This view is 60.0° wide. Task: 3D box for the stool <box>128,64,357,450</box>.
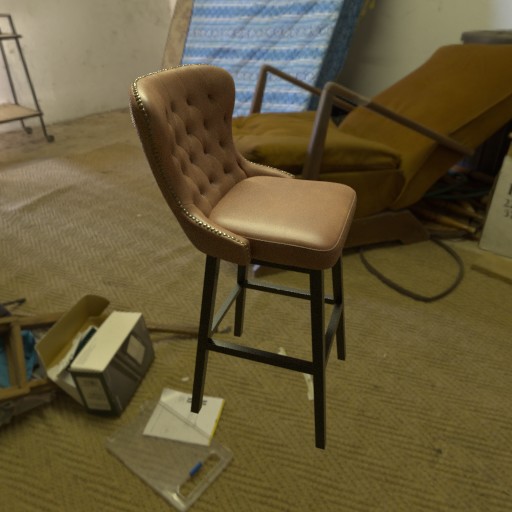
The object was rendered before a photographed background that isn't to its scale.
[{"bbox_3d":[0.000,0.000,1.380,0.601,1.050,0.528,10,32,16],"label":"stool"}]
